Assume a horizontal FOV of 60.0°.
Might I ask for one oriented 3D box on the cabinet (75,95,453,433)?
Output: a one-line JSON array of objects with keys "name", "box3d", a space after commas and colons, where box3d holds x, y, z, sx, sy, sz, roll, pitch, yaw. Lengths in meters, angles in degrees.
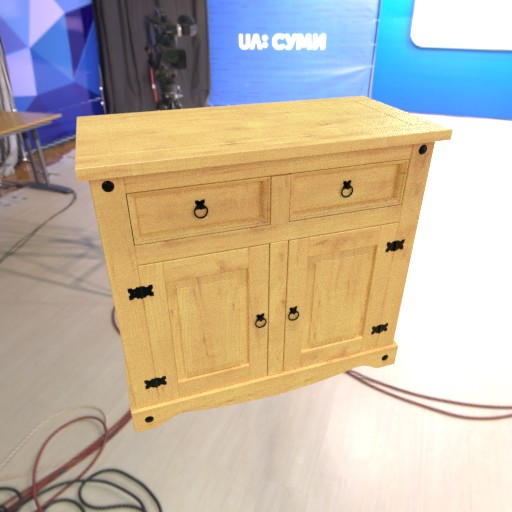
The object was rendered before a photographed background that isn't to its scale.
[{"name": "cabinet", "box3d": [0.000, 0.000, 1.415, 0.920, 0.840, 0.450, -10, 32, -16]}]
